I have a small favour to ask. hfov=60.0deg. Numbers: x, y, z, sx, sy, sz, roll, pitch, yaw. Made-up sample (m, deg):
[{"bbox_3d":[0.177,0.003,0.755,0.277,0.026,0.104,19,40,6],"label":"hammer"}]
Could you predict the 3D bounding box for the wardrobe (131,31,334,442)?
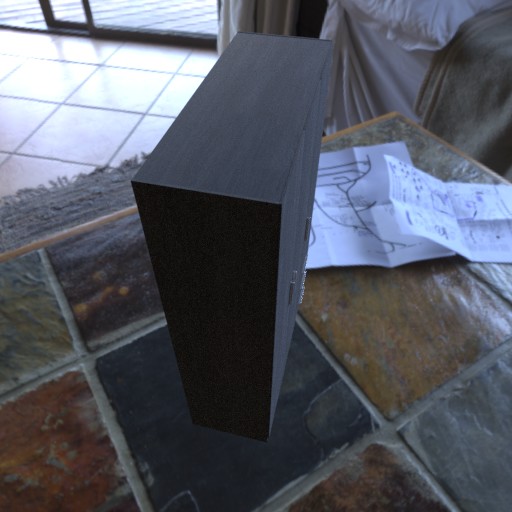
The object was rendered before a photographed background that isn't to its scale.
[{"bbox_3d":[0.000,0.000,2.502,0.510,1.910,1.290,10,48,9],"label":"wardrobe"}]
